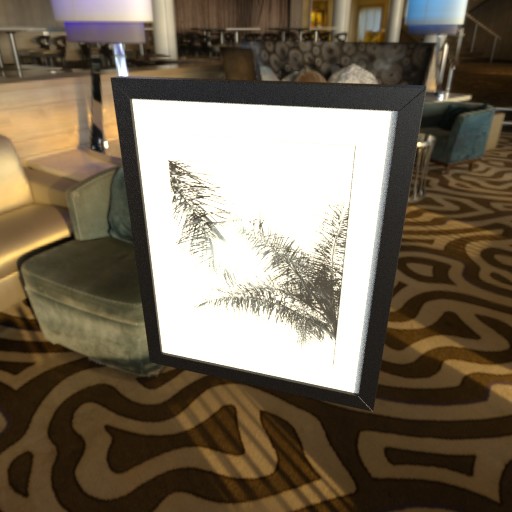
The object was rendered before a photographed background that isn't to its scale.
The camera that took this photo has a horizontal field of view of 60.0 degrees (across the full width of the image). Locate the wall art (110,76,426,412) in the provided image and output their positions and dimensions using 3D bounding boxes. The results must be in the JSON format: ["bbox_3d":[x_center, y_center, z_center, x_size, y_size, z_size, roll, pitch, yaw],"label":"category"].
[{"bbox_3d":[0.000,0.000,0.756,0.457,0.557,0.028,8,28,15],"label":"wall art"}]
